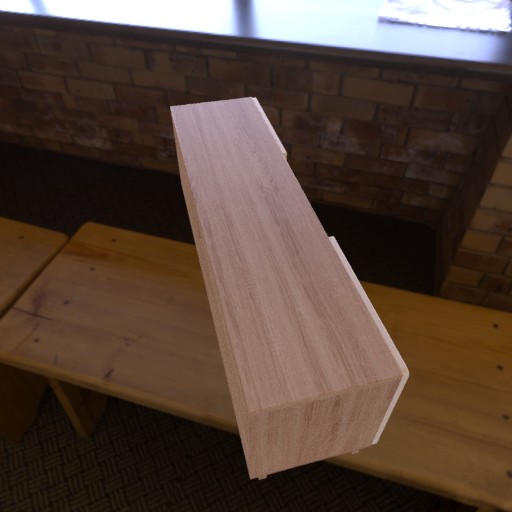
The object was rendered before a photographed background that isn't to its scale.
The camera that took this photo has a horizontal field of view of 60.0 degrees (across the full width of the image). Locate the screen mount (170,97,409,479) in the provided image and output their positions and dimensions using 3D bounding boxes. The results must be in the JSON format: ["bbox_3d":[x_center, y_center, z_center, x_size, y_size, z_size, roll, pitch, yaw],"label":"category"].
[{"bbox_3d":[0.000,0.000,1.744,0.420,0.570,1.500,-10,46,-10],"label":"screen mount"}]
